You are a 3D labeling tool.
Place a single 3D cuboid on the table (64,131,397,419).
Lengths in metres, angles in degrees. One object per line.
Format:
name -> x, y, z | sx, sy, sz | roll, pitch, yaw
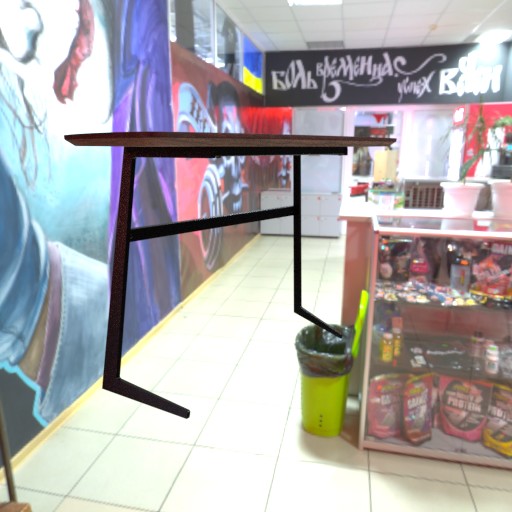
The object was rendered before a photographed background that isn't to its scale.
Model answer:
table -> 0.000, 0.000, 1.109 | 0.361, 0.576, 0.804 | 13, 19, 43
